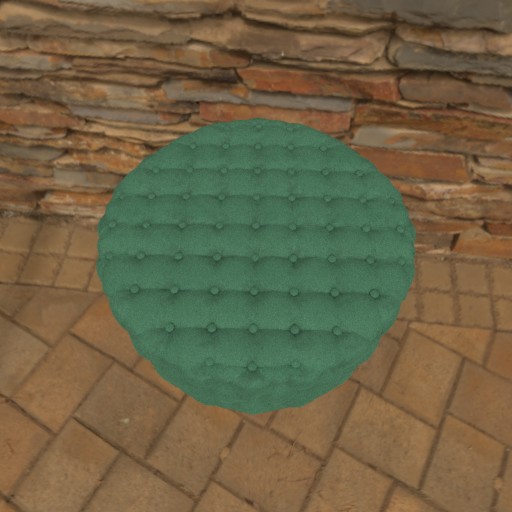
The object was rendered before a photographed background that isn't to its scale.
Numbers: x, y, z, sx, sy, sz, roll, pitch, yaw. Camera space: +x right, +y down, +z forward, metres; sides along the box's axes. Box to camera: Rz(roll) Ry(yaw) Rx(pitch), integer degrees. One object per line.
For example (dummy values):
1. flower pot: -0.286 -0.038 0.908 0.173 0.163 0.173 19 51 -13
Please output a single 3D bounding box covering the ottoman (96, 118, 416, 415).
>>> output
1. ottoman: 0.000 0.000 1.522 0.998 0.399 0.998 0 59 0
